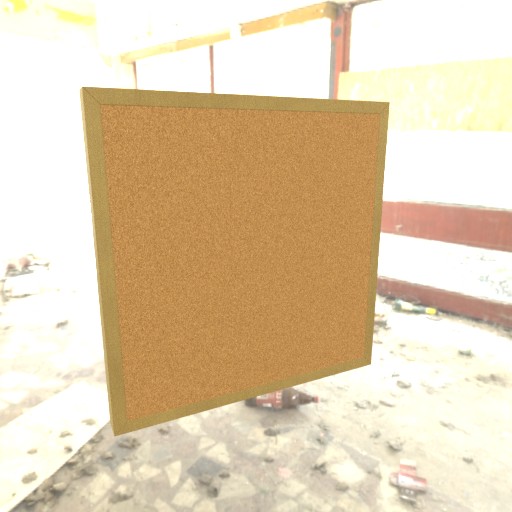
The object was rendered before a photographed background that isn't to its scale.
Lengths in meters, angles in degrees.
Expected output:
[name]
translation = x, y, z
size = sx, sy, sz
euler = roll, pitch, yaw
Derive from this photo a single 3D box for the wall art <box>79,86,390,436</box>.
[wall art]
translation = 0.000, 0.000, 0.746
size = 0.508, 0.508, 0.038
euler = -7, 16, -26
